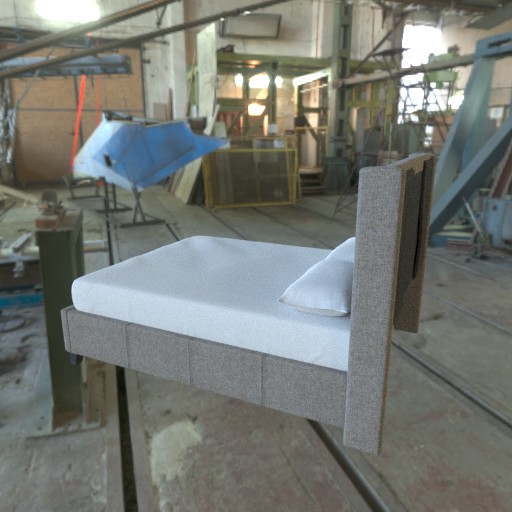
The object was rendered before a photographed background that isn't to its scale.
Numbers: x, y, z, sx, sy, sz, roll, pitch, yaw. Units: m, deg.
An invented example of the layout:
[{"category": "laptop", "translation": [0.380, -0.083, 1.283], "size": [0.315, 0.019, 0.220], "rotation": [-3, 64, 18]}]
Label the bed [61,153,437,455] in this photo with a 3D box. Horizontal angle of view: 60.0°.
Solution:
[{"category": "bed", "translation": [0.000, 0.000, 3.305], "size": [2.245, 1.481, 1.714], "rotation": [7, 17, 25]}]
